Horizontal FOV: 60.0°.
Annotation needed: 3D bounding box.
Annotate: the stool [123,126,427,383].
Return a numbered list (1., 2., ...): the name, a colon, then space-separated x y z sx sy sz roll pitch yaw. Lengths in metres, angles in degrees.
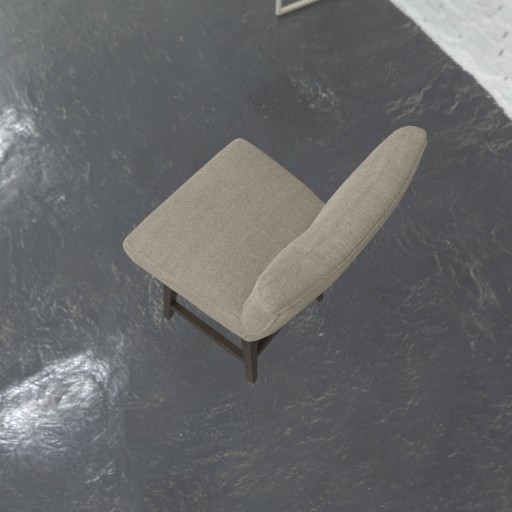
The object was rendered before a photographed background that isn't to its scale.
1. stool: 0.000 0.000 1.321 0.574 1.000 0.514 37 69 17
